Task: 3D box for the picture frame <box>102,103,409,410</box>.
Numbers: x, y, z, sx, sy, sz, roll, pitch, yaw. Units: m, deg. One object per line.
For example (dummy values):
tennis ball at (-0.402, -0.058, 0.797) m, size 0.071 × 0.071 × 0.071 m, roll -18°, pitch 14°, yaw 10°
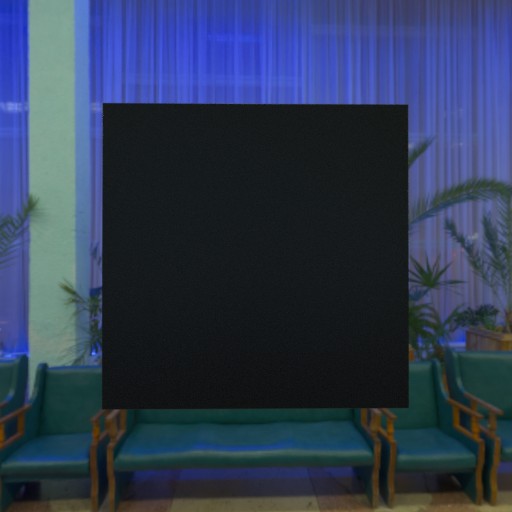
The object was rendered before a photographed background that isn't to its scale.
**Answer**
picture frame at (0.000, 0.000, 0.822) m, size 0.559 × 0.557 × 0.029 m, roll 0°, pitch 0°, yaw -1°
